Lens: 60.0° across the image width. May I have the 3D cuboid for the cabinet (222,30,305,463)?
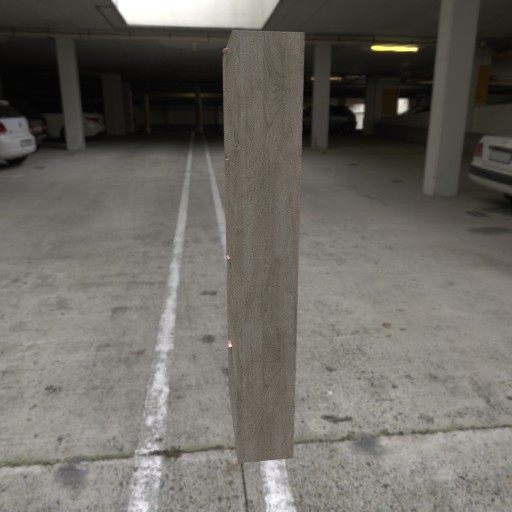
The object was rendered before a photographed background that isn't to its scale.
[{"bbox_3d":[0.000,0.000,1.881,0.250,1.630,0.520,-2,15,-7],"label":"cabinet"}]
